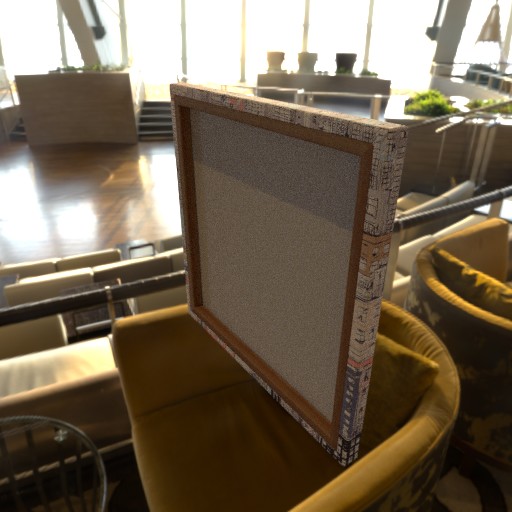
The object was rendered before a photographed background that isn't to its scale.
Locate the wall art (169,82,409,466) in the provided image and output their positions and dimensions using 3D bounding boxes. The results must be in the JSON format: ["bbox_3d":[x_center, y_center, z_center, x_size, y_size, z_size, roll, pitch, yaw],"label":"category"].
[{"bbox_3d":[0.000,0.000,0.900,0.038,0.608,0.607,-18,32,-31],"label":"wall art"}]
